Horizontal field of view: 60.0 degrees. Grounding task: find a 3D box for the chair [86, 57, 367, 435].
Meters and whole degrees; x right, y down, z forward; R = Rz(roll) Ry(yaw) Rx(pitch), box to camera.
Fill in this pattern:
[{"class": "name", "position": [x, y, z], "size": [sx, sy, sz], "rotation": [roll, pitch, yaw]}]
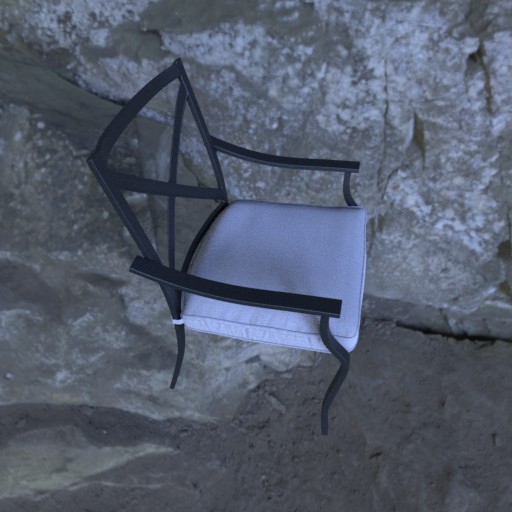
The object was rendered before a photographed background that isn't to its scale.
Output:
[{"class": "chair", "position": [0.000, 0.000, 1.278], "size": [0.620, 0.889, 0.575], "rotation": [10, 47, 9]}]
